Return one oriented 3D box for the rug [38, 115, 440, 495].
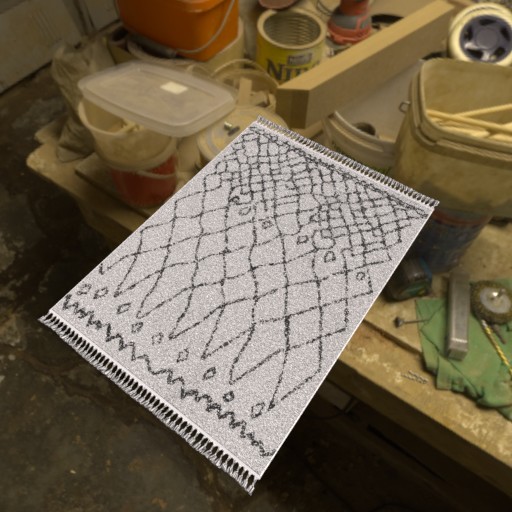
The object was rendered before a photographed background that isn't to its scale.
[{"bbox_3d":[0.000,0.000,2.954,1.613,0.017,2.312,31,62,19],"label":"rug"}]
